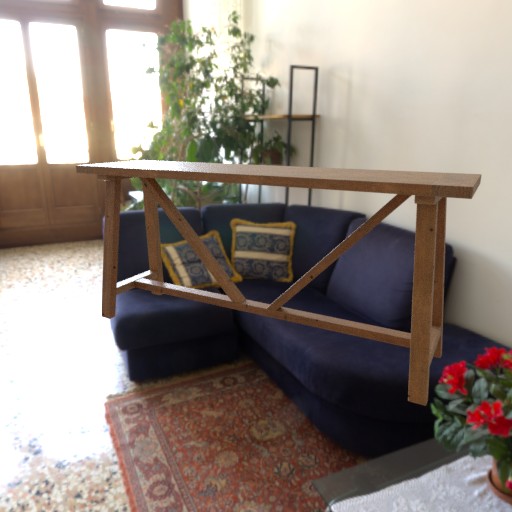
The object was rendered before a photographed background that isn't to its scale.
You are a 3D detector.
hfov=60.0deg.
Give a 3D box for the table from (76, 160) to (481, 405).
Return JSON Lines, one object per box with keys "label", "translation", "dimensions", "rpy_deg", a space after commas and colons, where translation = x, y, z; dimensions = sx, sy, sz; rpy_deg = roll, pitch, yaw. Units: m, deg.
{"label": "table", "translation": [0.000, 0.000, 2.103], "dimensions": [1.800, 0.810, 0.465], "rpy_deg": [9, 18, 28]}
